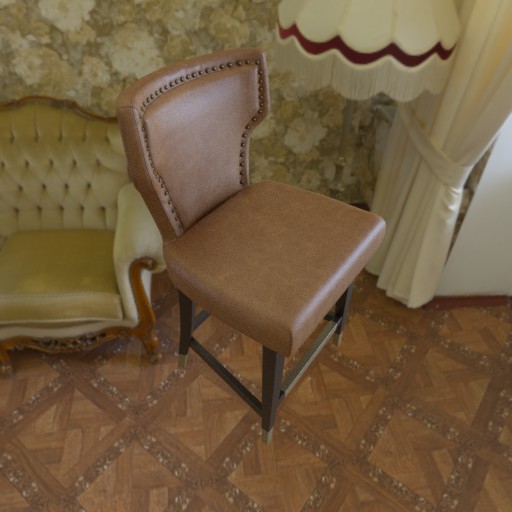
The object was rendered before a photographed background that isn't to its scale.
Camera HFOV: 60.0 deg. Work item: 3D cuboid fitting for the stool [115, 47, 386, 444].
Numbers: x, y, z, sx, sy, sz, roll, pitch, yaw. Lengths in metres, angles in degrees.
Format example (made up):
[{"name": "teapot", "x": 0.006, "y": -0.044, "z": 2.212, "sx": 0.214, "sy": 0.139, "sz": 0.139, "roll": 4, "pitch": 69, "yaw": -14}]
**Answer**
[{"name": "stool", "x": 0.000, "y": 0.000, "z": 1.285, "sx": 0.563, "sy": 0.982, "sz": 0.526, "roll": 25, "pitch": 47, "yaw": 26}]
